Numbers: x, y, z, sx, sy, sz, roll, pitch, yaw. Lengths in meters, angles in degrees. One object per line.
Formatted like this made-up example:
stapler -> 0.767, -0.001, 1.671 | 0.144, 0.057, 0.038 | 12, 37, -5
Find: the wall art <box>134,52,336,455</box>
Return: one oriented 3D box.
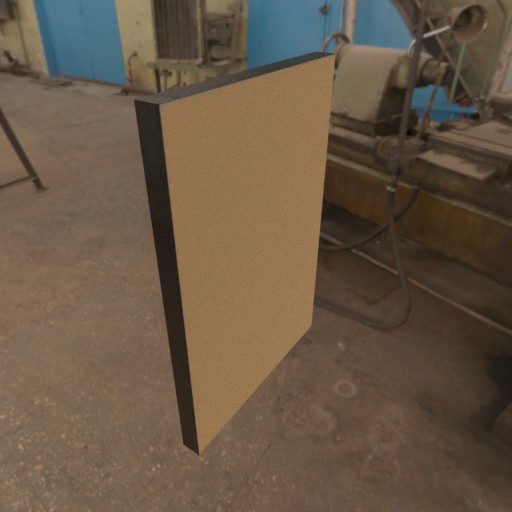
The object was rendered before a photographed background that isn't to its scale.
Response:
wall art -> 0.000, 0.000, 0.586 | 0.031, 0.457, 0.313 | 20, 38, 29
